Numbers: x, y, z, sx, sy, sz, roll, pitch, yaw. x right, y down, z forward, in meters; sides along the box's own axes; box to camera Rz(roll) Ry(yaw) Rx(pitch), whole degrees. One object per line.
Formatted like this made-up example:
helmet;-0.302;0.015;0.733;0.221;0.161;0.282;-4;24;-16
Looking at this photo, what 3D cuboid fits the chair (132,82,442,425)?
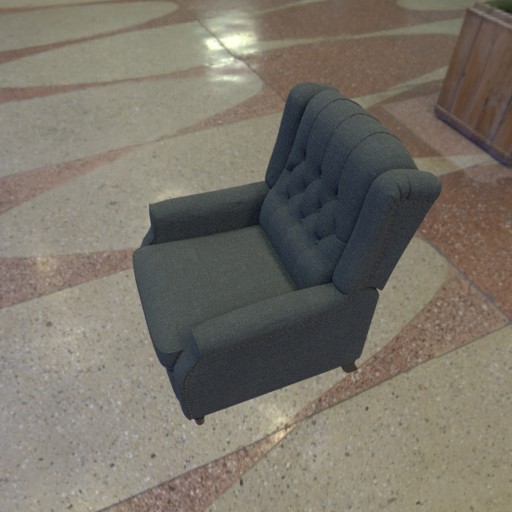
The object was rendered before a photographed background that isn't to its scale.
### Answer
chair;0.000;0.000;1.671;0.898;1.035;0.742;-16;48;-15
